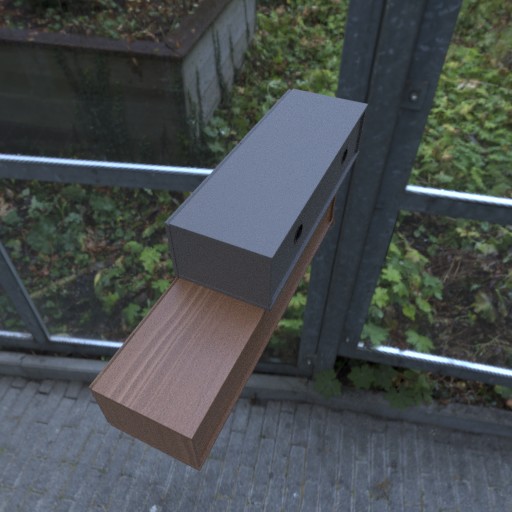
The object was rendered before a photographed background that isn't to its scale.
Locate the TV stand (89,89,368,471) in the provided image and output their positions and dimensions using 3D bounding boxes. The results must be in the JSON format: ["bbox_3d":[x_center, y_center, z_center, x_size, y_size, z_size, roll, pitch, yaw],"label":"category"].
[{"bbox_3d":[0.000,0.000,1.551,0.329,0.591,1.336,19,48,17],"label":"TV stand"}]
